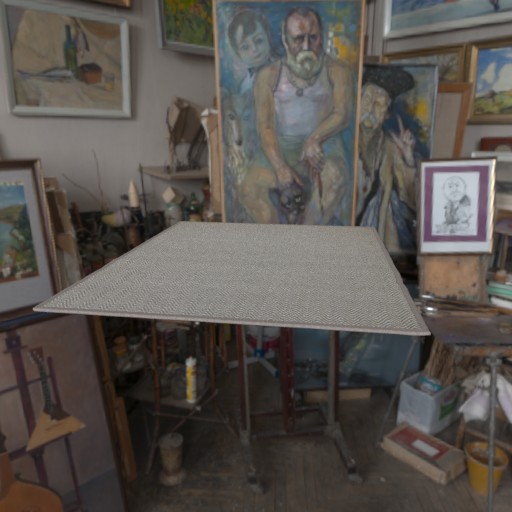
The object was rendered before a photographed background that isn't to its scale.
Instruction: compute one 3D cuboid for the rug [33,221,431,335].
[{"bbox_3d":[0.000,0.000,4.073,2.434,0.032,3.007,2,15,8],"label":"rug"}]
